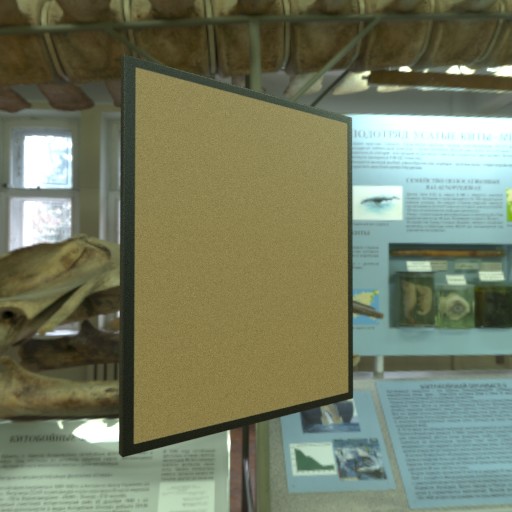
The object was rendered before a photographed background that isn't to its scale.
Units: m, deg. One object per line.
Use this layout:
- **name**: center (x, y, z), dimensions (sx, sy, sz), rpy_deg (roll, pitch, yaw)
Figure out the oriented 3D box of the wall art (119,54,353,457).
- **wall art**: center (0.000, 0.000, 0.785), dimensions (0.481, 0.582, 0.018), rpy_deg (1, -1, -36)
